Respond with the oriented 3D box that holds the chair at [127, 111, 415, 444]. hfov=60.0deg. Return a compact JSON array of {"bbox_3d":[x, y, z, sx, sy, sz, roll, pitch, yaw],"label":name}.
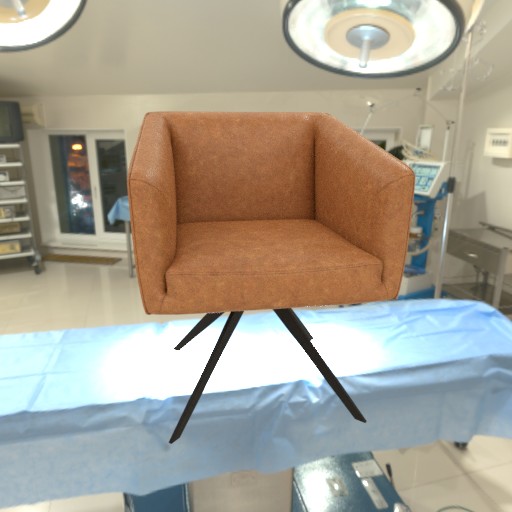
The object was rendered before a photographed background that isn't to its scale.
[{"bbox_3d":[0.000,0.000,1.196,0.588,0.760,0.625,-3,16,-9],"label":"chair"}]
